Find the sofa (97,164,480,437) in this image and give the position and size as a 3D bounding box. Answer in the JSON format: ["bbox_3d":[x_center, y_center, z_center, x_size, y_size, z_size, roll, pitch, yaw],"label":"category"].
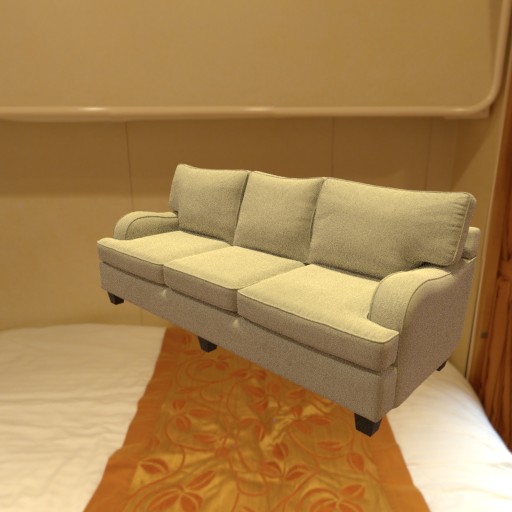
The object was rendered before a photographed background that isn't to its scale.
[{"bbox_3d":[0.000,0.000,2.788,2.323,0.991,1.016,15,22,41],"label":"sofa"}]
